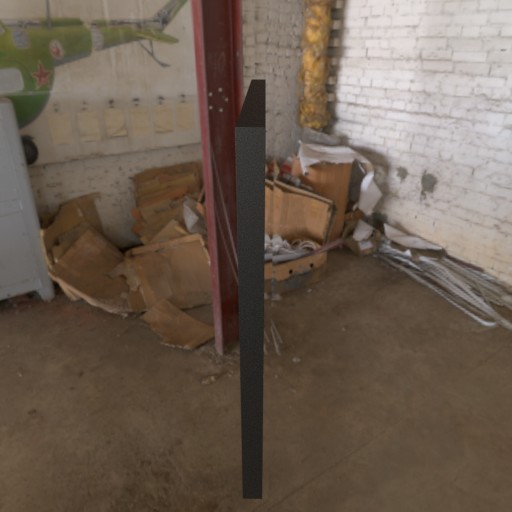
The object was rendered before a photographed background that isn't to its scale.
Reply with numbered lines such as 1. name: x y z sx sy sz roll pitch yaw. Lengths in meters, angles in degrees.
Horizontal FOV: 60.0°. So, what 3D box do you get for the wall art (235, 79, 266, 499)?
1. wall art: 0.000 0.000 0.742 0.028 0.511 0.513 0 26 1
